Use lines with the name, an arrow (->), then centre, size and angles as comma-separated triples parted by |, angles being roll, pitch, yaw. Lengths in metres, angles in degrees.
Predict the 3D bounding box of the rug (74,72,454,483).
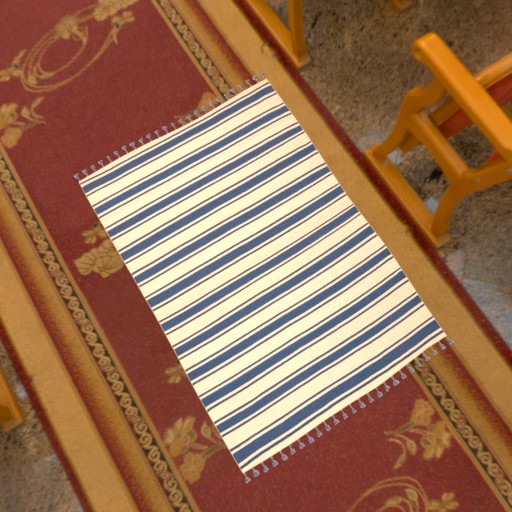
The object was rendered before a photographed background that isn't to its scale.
rug -> 0.000, 0.000, 2.925 | 1.544, 0.010, 2.315 | -31, 79, -7
